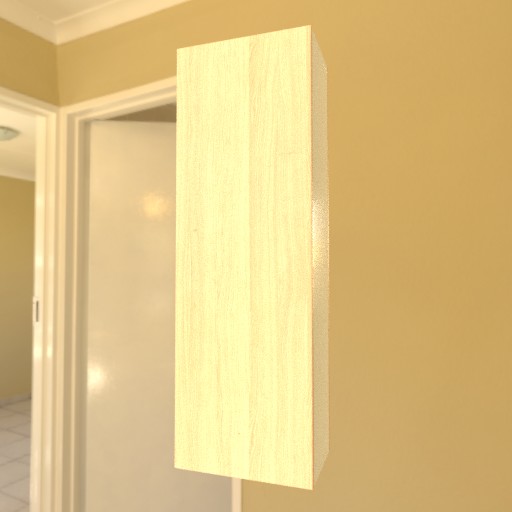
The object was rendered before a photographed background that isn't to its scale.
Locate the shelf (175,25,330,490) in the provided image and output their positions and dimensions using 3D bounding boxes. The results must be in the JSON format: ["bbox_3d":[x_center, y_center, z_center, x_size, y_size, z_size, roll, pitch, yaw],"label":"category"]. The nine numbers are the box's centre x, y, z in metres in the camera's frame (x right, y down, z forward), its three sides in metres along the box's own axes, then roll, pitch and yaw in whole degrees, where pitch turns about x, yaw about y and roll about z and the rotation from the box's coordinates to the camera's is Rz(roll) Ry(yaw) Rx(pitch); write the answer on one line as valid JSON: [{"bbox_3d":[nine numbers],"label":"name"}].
[{"bbox_3d":[0.000,0.000,0.979,0.290,0.882,0.197,-1,-2,19],"label":"shelf"}]
